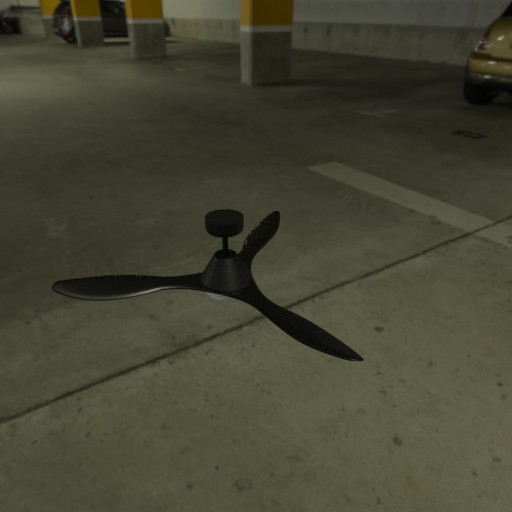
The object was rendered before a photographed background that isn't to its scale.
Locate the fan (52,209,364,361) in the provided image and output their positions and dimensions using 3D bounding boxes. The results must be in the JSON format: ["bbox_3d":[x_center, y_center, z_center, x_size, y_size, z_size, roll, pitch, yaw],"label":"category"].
[{"bbox_3d":[0.000,0.000,1.642,1.067,0.305,1.067,21,35,33],"label":"fan"}]
